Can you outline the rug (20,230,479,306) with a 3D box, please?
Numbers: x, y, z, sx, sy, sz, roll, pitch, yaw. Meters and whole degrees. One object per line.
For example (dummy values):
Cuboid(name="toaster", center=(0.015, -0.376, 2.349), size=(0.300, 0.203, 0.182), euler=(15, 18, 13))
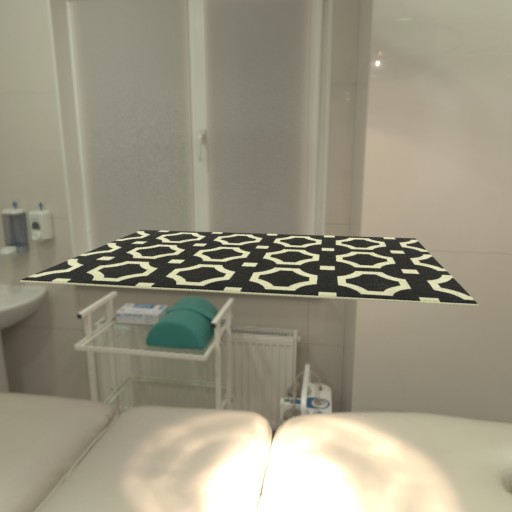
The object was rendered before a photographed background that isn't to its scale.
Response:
Cuboid(name="rug", center=(0.000, 0.000, 2.916), size=(2.286, 0.016, 1.555), euler=(2, 13, 9))
